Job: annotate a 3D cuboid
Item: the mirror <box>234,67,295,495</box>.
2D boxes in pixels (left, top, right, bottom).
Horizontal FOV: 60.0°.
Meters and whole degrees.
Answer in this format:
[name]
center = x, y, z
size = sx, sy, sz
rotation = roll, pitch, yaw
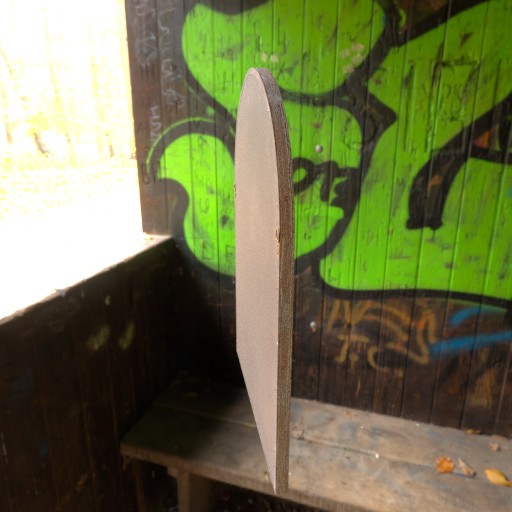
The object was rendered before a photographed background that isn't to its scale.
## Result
[mirror]
center = 0.000, 0.000, 1.172
size = 0.032, 0.920, 0.660
rotation = -3, 17, -9
